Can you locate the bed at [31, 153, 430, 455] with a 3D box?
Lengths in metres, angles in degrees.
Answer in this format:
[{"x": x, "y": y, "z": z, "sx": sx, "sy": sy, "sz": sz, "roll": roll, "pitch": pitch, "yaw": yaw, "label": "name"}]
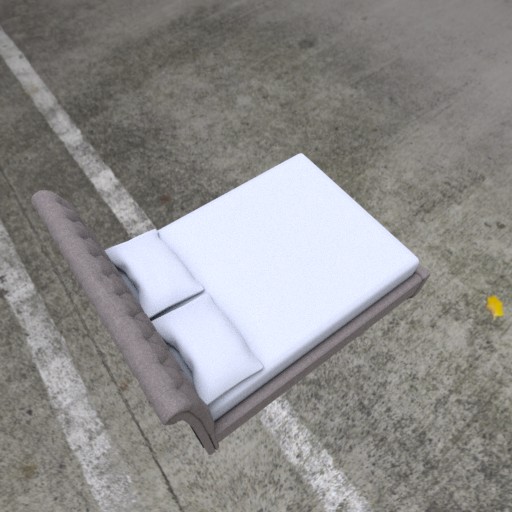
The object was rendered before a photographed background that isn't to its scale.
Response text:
[{"x": 0.000, "y": 0.000, "z": 3.270, "sx": 2.252, "sy": 1.371, "sz": 1.645, "roll": -32, "pitch": 63, "yaw": -19, "label": "bed"}]
